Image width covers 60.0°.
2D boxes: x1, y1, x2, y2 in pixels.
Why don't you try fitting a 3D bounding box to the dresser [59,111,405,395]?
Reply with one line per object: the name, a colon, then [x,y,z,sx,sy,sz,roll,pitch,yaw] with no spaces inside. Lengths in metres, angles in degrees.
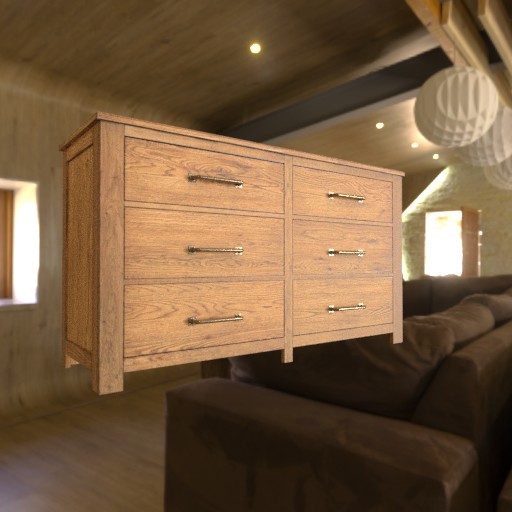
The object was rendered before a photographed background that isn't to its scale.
dresser: [0.000,0.000,2.132,1.657,0.932,0.563,1,-1,-36]
